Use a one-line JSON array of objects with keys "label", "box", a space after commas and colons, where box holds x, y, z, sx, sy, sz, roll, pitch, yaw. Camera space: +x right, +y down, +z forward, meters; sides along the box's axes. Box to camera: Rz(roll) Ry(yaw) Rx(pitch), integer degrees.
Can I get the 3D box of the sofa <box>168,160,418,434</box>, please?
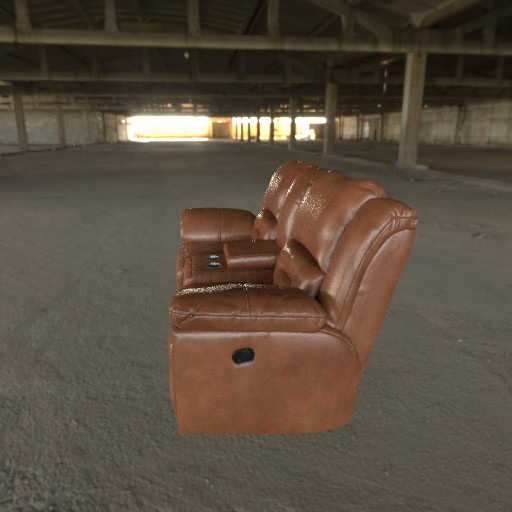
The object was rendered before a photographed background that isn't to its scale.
[{"label": "sofa", "box": [0.000, 0.000, 2.620, 0.991, 1.043, 2.058, -2, 16, -8]}]
